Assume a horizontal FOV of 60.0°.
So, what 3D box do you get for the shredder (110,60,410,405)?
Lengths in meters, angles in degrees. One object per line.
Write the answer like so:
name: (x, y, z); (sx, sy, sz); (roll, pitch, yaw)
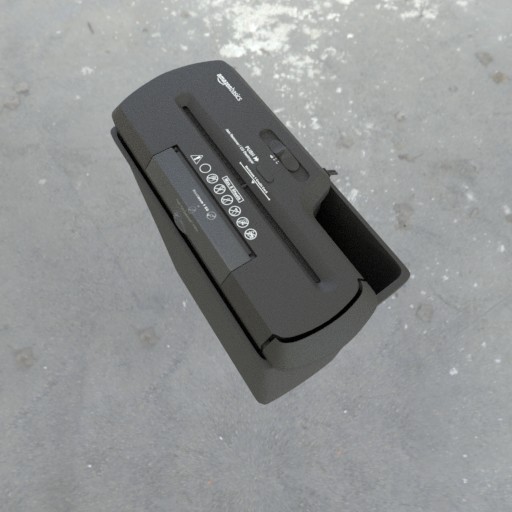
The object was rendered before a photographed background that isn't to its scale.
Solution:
shredder: (0.000, 0.000, 0.528); (0.170, 0.335, 0.320); (-30, 67, -14)
